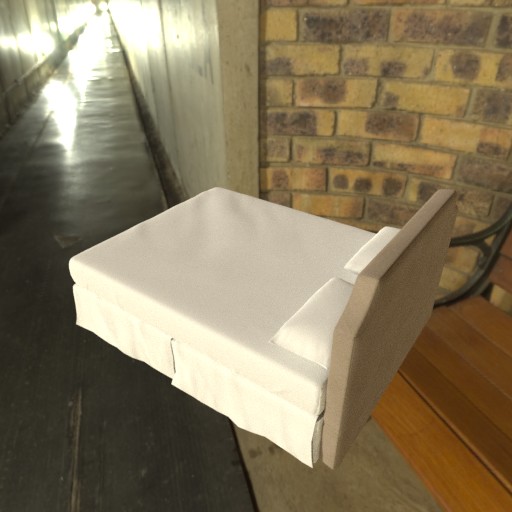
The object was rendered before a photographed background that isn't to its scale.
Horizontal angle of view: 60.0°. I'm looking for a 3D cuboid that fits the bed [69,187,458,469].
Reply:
[{"bbox_3d":[0.000,0.000,3.571,2.498,1.293,1.977,21,37,30],"label":"bed"}]
